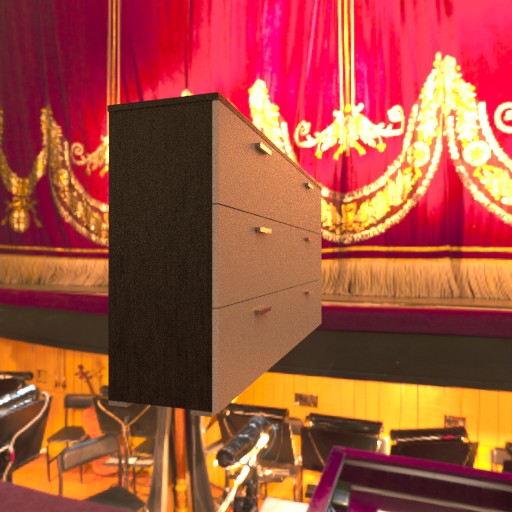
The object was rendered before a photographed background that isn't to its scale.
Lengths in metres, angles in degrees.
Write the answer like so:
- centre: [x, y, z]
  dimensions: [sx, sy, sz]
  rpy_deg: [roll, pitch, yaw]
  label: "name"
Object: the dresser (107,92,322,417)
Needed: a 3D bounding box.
- centre: [0.000, 0.000, 1.848]
  dimensions: [0.333, 0.790, 1.535]
  rpy_deg: [0, 0, 18]
  label: "dresser"
